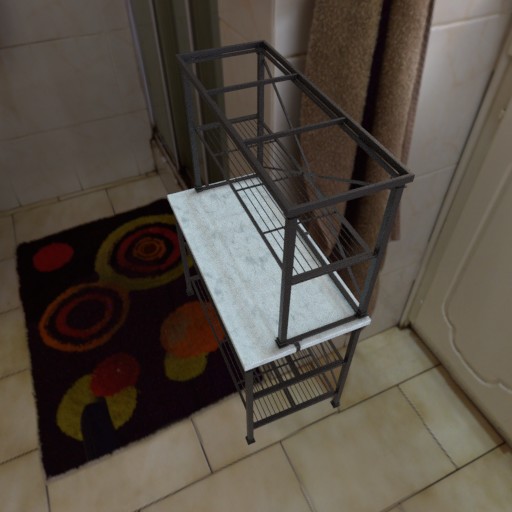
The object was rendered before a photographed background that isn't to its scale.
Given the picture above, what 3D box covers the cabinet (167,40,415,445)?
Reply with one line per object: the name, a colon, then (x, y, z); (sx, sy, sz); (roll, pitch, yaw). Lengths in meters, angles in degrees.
cabinet: (0.000, 0.000, 2.300); (0.610, 1.659, 1.210); (-17, 49, -16)
